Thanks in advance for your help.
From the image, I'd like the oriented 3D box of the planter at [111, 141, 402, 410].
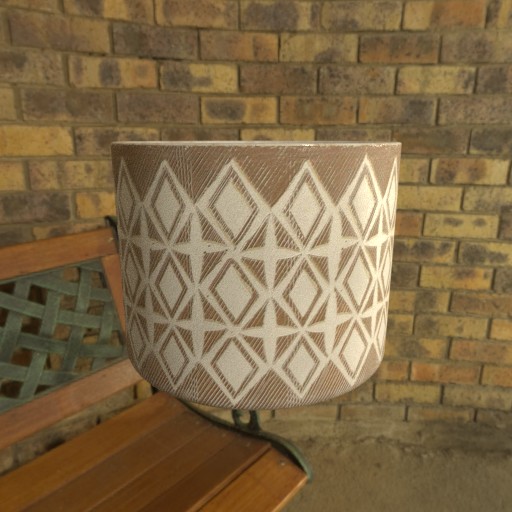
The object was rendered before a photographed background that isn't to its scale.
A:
[{"bbox_3d":[0.000,0.000,0.329,0.193,0.165,0.193,0,15,0],"label":"planter"}]
